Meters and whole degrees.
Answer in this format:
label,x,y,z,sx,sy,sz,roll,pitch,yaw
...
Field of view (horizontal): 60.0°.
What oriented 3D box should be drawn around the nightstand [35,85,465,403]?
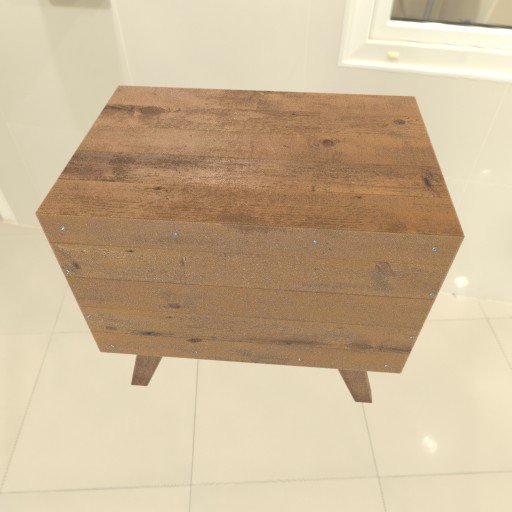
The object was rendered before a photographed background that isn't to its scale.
label,x,y,z,sx,sy,sz,roll,pitch,yaw
nightstand,0.000,0.000,1.036,0.650,0.599,0.450,3,46,3
